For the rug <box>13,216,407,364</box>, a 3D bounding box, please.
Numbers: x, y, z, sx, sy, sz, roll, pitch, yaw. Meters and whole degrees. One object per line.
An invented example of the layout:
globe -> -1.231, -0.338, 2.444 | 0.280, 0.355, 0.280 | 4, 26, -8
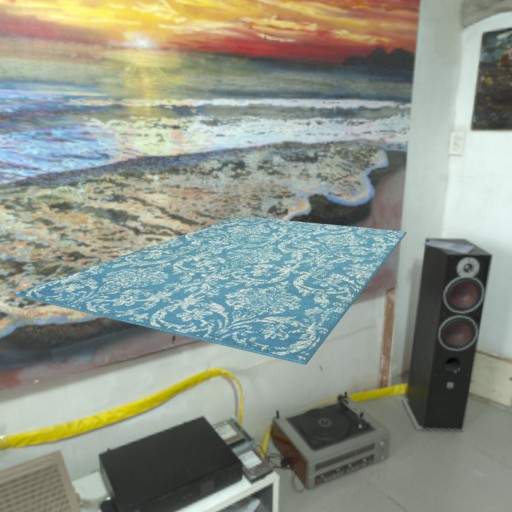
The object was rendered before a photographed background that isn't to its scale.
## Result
rug -> 0.000, 0.000, 3.384 | 1.816, 0.018, 2.746 | 8, 17, 25
